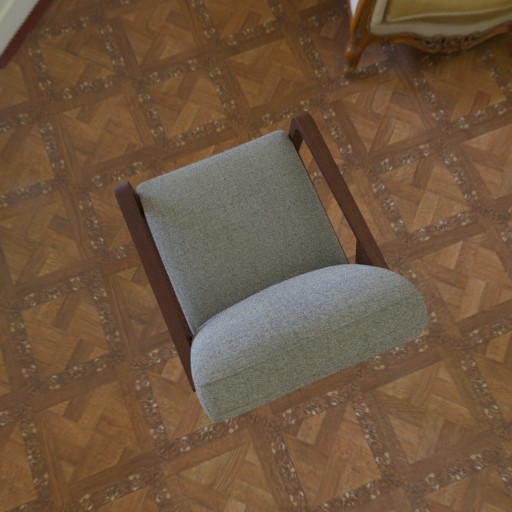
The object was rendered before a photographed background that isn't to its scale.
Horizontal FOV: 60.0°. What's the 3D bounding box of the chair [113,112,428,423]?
[{"bbox_3d":[0.000,0.000,1.513,0.704,0.847,0.858,-23,77,-6],"label":"chair"}]
